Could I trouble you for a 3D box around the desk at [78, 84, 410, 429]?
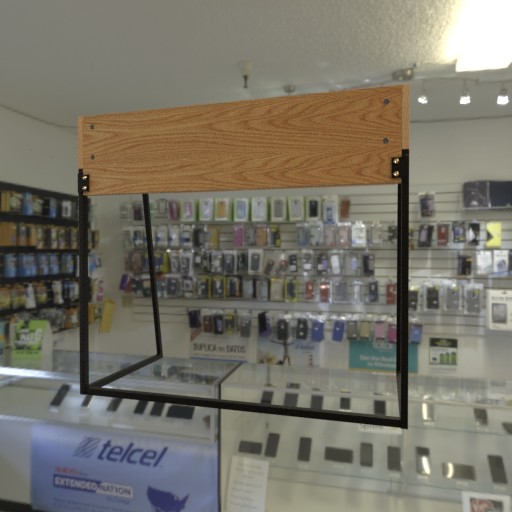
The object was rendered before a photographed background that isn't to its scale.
[{"bbox_3d":[0.000,0.000,1.879,1.191,1.061,0.769,0,1,16],"label":"desk"}]
